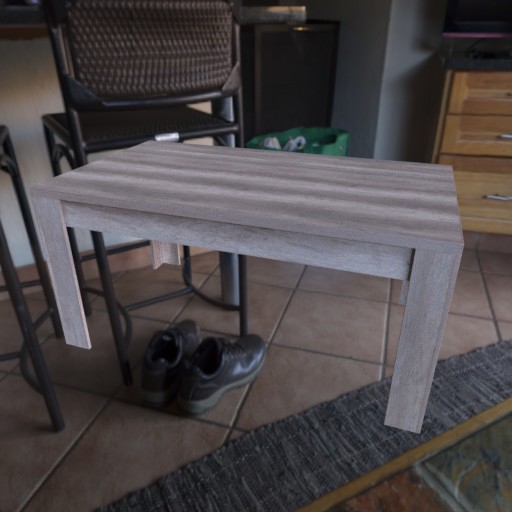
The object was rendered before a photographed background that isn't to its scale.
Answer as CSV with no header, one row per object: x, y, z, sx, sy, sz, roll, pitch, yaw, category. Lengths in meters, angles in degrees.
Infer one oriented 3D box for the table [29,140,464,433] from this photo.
0.000,0.000,2.080,1.600,0.775,0.900,9,28,17,table
